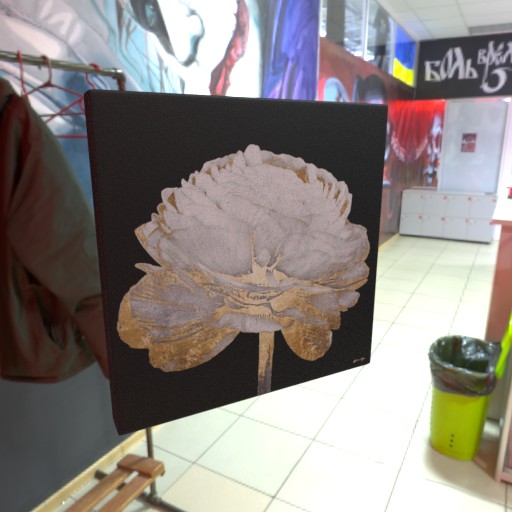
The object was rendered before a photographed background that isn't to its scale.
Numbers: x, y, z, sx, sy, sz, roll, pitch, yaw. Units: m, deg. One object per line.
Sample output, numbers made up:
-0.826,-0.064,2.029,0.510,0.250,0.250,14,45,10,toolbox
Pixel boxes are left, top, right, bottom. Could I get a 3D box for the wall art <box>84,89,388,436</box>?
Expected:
0.000,0.000,0.607,0.406,0.407,0.041,-7,16,-27,wall art
